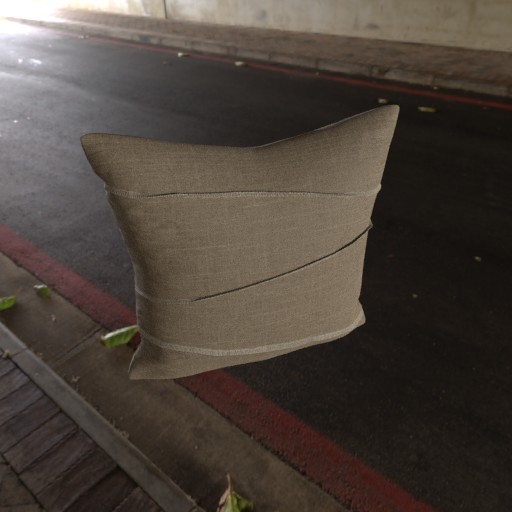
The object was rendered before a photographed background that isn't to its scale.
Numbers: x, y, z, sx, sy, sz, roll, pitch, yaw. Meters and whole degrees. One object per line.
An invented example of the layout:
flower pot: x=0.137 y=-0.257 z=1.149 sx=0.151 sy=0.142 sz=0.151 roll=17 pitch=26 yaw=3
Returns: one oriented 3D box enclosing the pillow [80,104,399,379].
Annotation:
pillow: x=0.000 y=0.000 z=0.649 sx=0.424 sy=0.400 sz=0.169 roll=-10 pitch=35 yaw=-15
